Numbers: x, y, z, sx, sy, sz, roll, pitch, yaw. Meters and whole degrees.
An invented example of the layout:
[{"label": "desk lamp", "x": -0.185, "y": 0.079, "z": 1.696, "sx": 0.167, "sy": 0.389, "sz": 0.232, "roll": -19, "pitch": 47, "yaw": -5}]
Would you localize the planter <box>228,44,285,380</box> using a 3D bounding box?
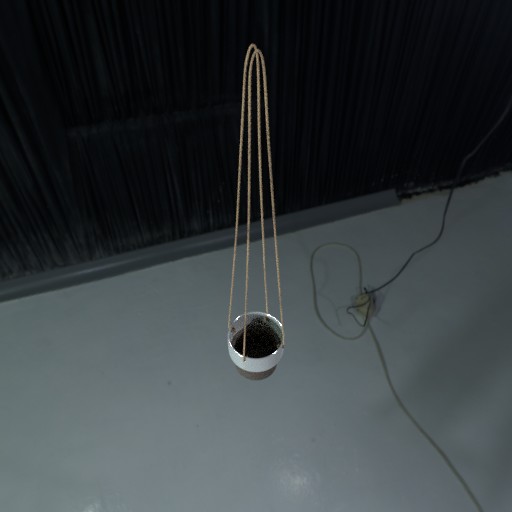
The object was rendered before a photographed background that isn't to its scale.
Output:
[{"label": "planter", "x": 0.000, "y": 0.000, "z": 1.177, "sx": 0.187, "sy": 1.073, "sz": 0.187, "roll": -16, "pitch": 48, "yaw": -15}]
